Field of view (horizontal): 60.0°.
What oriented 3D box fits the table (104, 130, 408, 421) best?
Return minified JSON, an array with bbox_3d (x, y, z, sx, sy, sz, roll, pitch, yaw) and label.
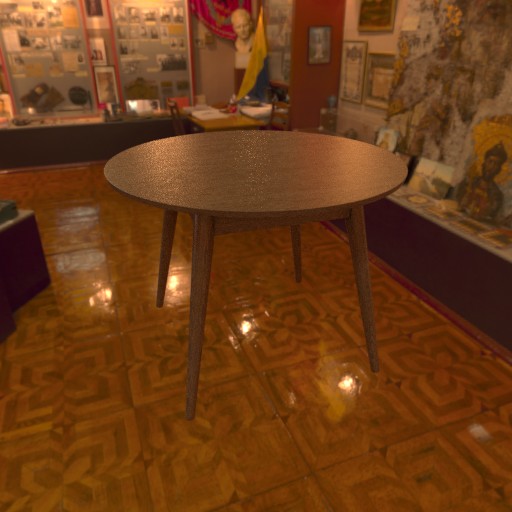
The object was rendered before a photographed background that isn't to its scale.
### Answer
[{"bbox_3d":[0.000,0.000,1.783,1.053,0.786,1.053,0,27,0],"label":"table"}]
